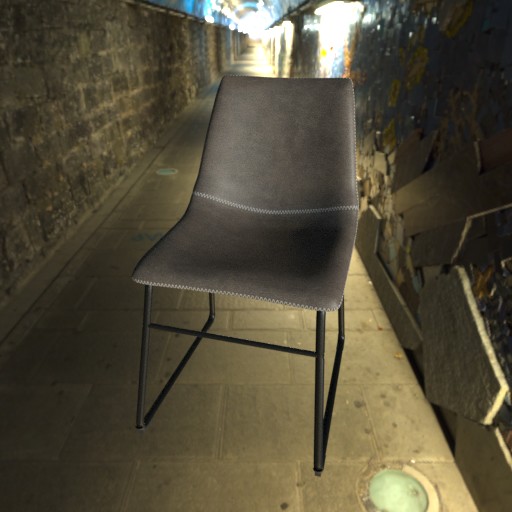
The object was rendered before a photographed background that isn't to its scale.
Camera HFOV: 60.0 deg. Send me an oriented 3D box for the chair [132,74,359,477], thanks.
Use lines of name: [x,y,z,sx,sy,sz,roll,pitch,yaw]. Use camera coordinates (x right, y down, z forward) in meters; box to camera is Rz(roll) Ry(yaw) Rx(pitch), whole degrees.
chair: [0.000,0.000,1.085,0.460,0.780,0.550,7,28,14]
